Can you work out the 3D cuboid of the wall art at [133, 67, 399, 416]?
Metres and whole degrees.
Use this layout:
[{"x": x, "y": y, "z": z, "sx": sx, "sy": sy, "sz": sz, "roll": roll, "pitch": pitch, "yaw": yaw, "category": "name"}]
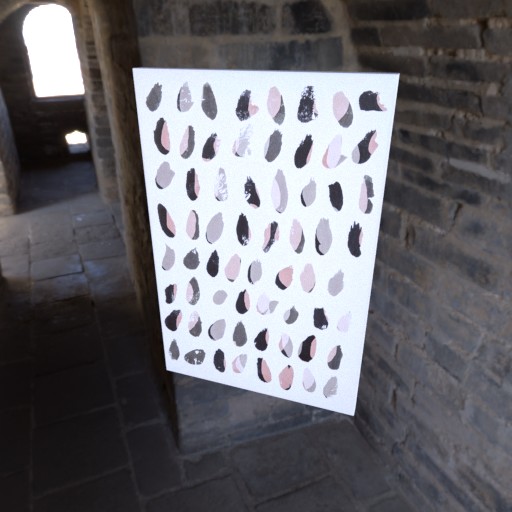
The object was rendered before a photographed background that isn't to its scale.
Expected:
[{"x": 0.000, "y": 0.000, "z": 0.785, "sx": 0.405, "sy": 0.608, "sz": 0.025, "roll": 9, "pitch": 27, "yaw": 17, "category": "wall art"}]
